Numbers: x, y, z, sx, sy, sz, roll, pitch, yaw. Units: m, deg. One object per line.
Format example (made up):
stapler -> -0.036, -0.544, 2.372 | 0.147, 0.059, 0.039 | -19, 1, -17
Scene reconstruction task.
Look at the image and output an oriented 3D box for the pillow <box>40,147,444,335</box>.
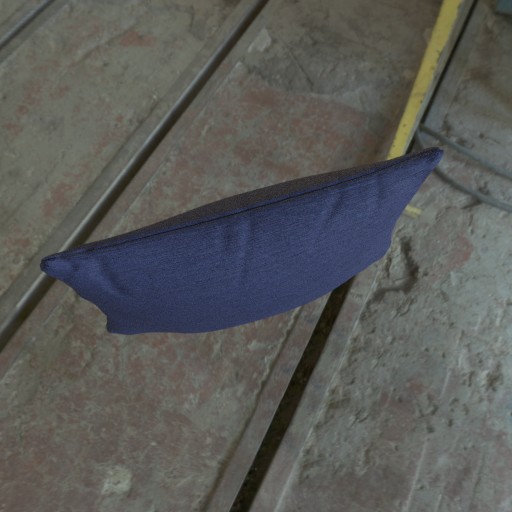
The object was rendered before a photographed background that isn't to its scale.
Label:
pillow -> 0.000, 0.000, 0.801 | 0.633, 0.338, 0.210 | -17, 65, -8
